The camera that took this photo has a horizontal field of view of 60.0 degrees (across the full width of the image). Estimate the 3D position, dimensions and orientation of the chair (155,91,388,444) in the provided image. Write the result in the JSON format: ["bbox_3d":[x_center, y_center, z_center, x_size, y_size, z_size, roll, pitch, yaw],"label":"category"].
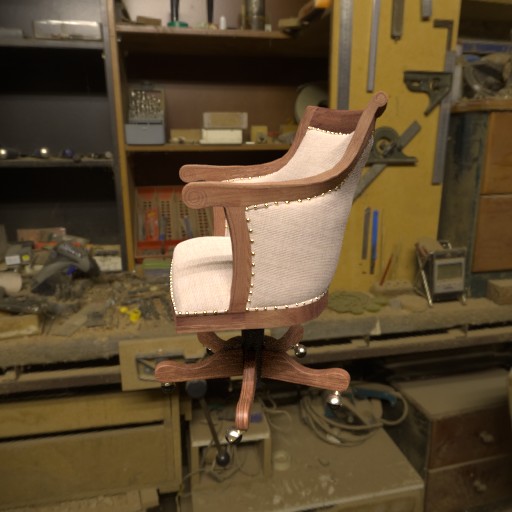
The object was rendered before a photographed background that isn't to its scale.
[{"bbox_3d":[0.000,0.000,1.442,0.689,0.965,0.656,-3,16,-10],"label":"chair"}]
